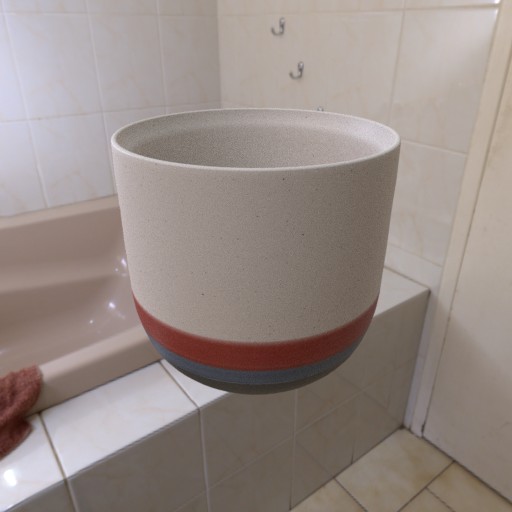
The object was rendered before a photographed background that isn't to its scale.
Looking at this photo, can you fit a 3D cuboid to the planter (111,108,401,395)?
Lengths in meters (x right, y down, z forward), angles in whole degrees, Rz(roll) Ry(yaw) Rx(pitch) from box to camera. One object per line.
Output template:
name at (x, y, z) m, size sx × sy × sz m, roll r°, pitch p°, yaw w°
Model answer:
planter at (0.000, 0.000, 0.483) m, size 0.268 × 0.270 × 0.268 m, roll 0°, pitch 27°, yaw 0°
